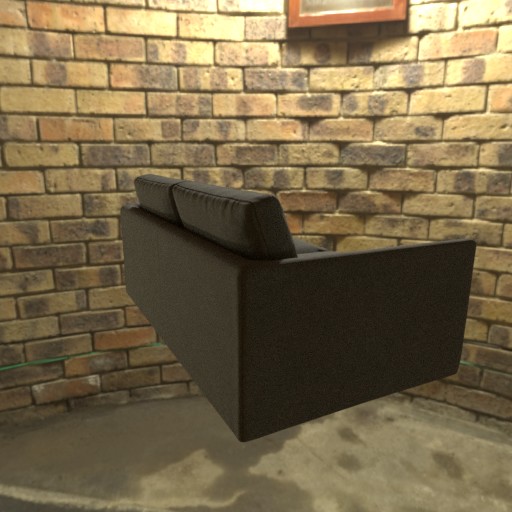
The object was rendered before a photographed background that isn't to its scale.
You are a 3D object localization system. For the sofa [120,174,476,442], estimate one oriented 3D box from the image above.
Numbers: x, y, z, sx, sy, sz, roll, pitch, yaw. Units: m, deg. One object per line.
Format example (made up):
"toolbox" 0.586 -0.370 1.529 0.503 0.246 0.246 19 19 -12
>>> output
"sofa" 0.000 0.000 2.455 1.091 0.845 1.909 -7 15 -27
